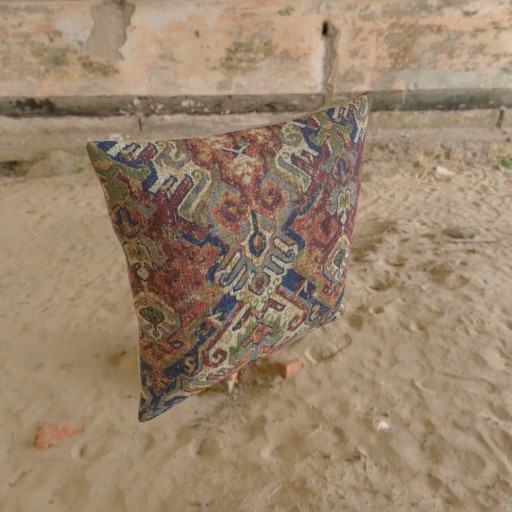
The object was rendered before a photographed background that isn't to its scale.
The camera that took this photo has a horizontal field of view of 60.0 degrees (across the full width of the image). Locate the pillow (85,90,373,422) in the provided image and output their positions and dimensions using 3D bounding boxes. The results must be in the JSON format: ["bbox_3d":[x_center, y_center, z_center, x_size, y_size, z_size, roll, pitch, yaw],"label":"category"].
[{"bbox_3d":[0.000,0.000,0.794,0.523,0.506,0.166,-21,37,-30],"label":"pillow"}]
